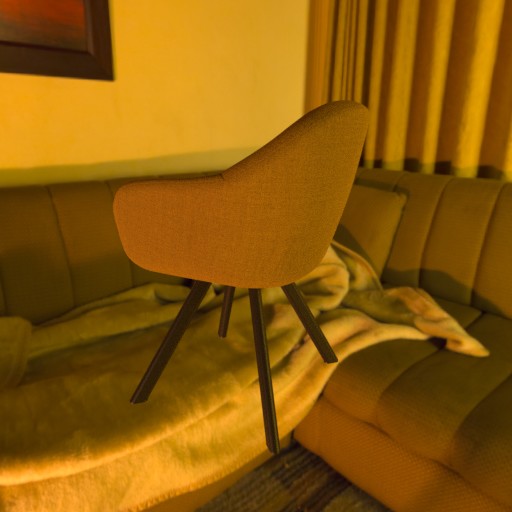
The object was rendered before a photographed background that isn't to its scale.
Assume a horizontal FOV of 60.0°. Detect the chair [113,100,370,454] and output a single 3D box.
[{"bbox_3d":[0.000,0.000,1.214,0.550,0.795,0.590,8,19,26],"label":"chair"}]
